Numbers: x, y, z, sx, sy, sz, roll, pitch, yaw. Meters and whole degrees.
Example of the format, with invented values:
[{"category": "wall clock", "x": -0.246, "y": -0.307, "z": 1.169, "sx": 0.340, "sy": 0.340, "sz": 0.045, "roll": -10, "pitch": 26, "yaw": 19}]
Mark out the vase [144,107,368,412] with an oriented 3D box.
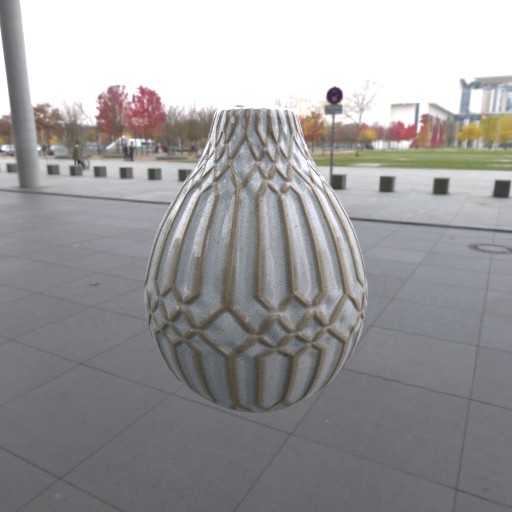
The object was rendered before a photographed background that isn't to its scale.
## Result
[{"category": "vase", "x": 0.000, "y": 0.000, "z": 0.319, "sx": 0.159, "sy": 0.200, "sz": 0.159, "roll": 0, "pitch": 14, "yaw": 0}]
